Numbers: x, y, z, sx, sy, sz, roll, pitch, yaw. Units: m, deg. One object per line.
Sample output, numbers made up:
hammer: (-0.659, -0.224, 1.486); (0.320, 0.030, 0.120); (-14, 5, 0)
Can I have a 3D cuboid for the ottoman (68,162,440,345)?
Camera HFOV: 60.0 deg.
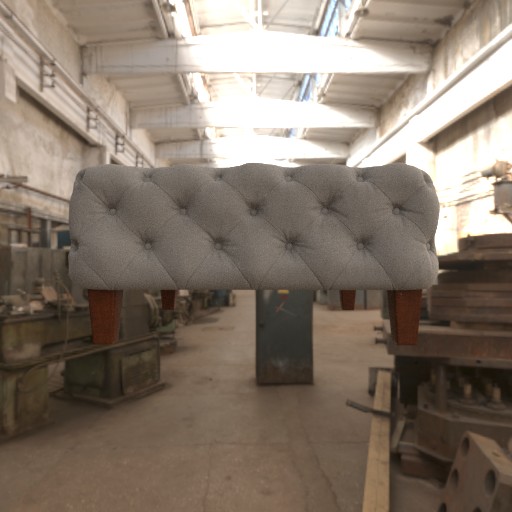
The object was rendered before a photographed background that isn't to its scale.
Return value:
ottoman: (0.000, 0.000, 1.467); (0.911, 0.439, 0.917); (0, 0, 1)
